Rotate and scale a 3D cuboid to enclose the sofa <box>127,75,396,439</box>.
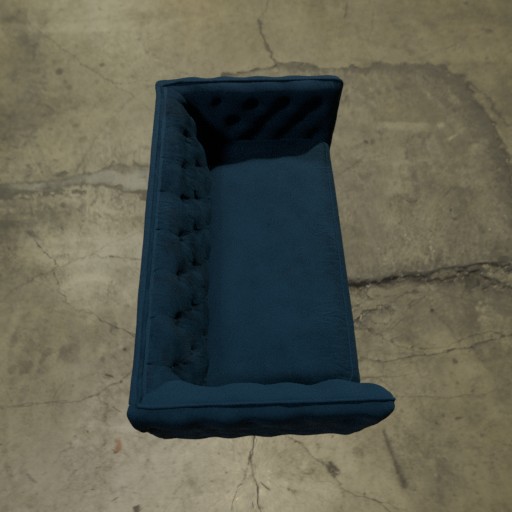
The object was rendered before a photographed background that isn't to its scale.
[{"bbox_3d":[0.000,0.000,2.103,0.909,0.810,1.583,-2,64,-1],"label":"sofa"}]
